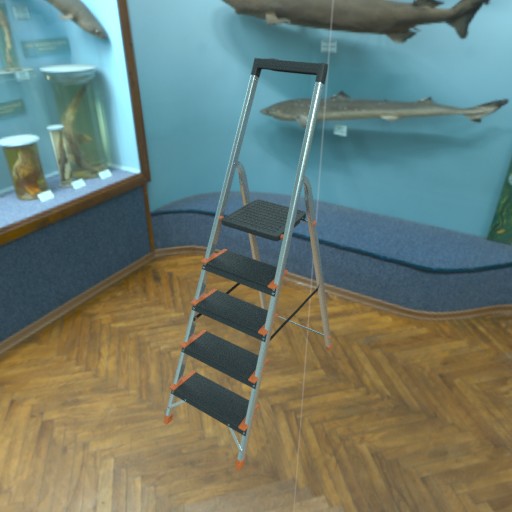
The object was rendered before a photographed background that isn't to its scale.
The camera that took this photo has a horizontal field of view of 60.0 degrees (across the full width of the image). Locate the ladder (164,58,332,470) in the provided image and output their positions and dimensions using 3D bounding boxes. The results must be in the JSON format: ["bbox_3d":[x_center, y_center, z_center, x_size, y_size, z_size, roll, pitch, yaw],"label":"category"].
[{"bbox_3d":[0.000,0.000,2.085,0.480,1.646,0.995,19,35,28],"label":"ladder"}]
